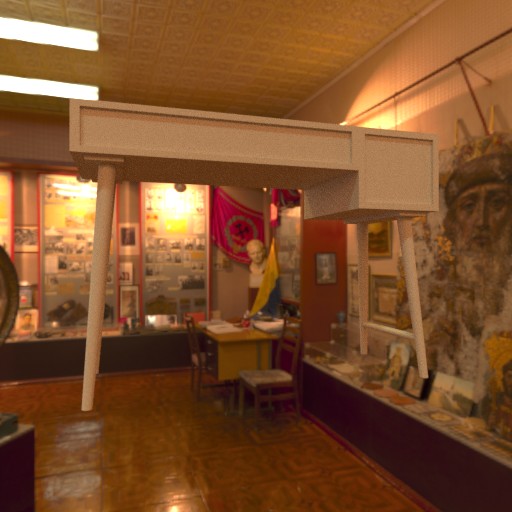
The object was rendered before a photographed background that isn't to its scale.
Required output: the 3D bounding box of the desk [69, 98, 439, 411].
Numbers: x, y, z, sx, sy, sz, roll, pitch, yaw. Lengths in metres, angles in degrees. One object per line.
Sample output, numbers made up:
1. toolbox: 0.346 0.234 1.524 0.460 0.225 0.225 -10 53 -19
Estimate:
1. desk: 0.000 0.000 1.421 1.069 0.761 0.409 0 0 -17
